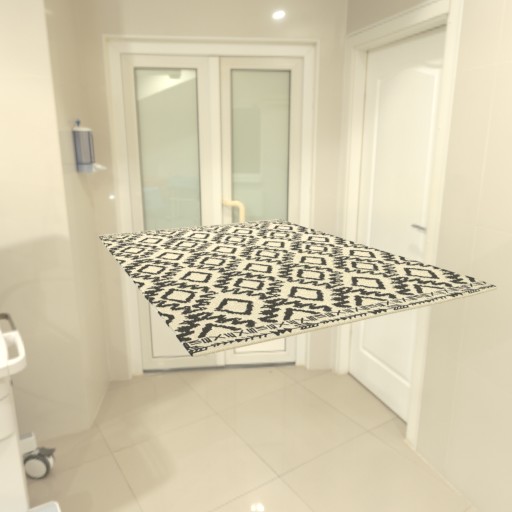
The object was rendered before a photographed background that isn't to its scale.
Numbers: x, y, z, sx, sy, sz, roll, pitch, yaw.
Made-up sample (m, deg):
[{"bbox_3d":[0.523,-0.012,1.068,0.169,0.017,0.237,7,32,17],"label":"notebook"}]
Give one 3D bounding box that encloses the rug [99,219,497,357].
[{"bbox_3d":[0.000,0.000,4.252,2.444,0.036,3.369,-7,16,-26],"label":"rug"}]
